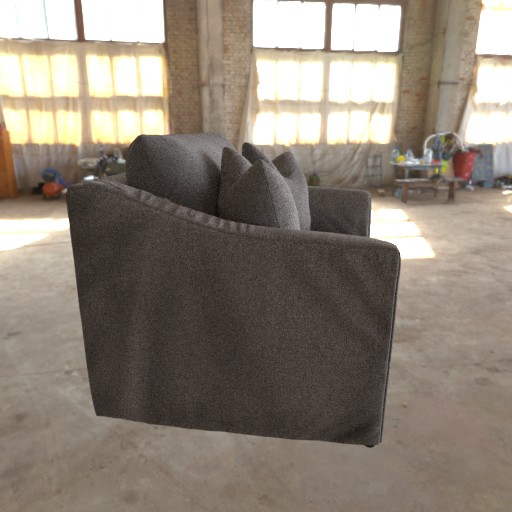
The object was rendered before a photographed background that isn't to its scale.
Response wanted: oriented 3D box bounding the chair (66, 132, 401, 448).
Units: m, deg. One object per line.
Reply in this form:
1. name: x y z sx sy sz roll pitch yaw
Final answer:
1. chair: 0.000 0.000 1.973 1.071 1.059 1.194 3 17 9
